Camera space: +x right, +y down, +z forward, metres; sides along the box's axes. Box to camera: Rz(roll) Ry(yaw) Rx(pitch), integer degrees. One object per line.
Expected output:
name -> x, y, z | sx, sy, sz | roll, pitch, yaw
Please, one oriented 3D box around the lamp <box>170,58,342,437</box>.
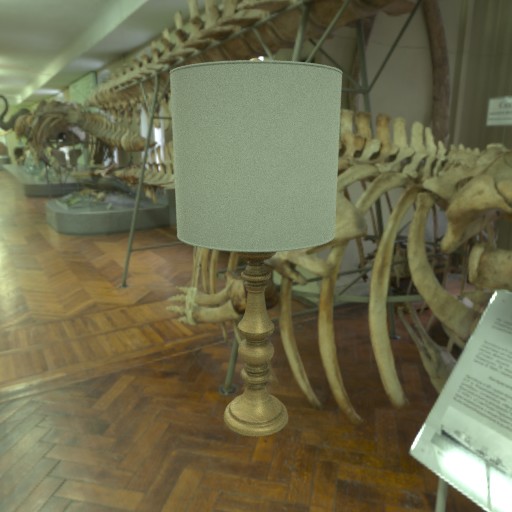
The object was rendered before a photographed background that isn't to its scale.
lamp -> 0.000, 0.000, 0.723 | 0.250, 0.597, 0.250 | 8, 16, 27
